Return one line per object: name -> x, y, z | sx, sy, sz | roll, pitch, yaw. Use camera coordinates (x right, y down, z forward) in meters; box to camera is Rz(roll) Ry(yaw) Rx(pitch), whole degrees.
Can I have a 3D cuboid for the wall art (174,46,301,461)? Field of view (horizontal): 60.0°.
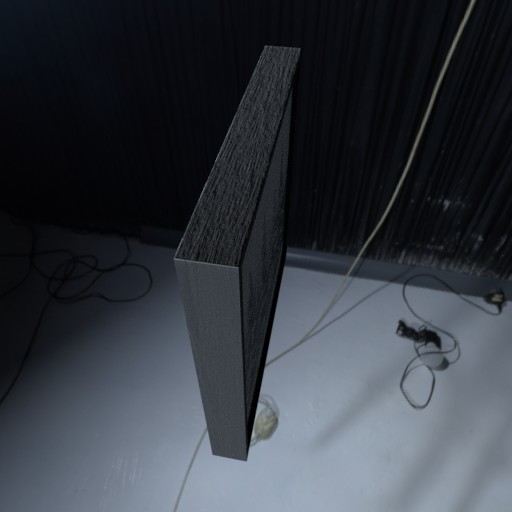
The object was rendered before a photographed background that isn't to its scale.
wall art -> 0.000, 0.000, 0.461 | 0.037, 0.305, 0.305 | 8, 47, 7
